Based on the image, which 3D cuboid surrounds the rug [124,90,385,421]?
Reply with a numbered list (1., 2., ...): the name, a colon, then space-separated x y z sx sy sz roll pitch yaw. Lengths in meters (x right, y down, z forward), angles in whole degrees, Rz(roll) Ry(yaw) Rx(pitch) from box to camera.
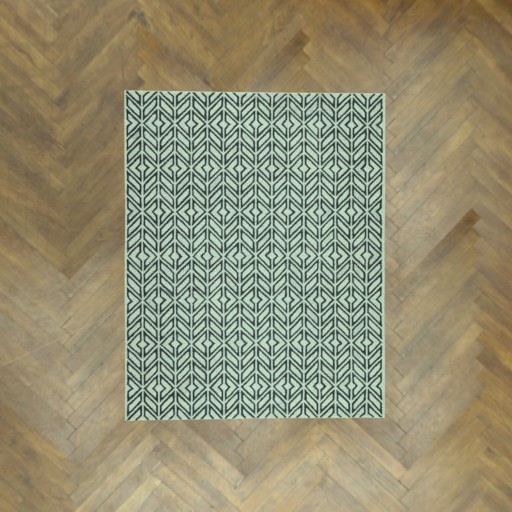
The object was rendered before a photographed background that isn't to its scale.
1. rug: 0.000 0.000 4.120 2.421 0.008 3.045 0 90 -2
